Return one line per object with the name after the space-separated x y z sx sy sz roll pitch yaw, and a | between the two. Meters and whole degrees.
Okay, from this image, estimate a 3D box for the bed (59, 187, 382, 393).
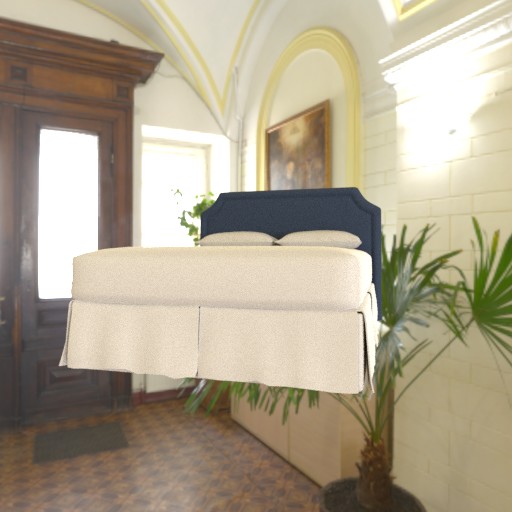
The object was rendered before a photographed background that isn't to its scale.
0.000 0.000 3.367 1.831 1.297 2.260 0 0 16 | bed
